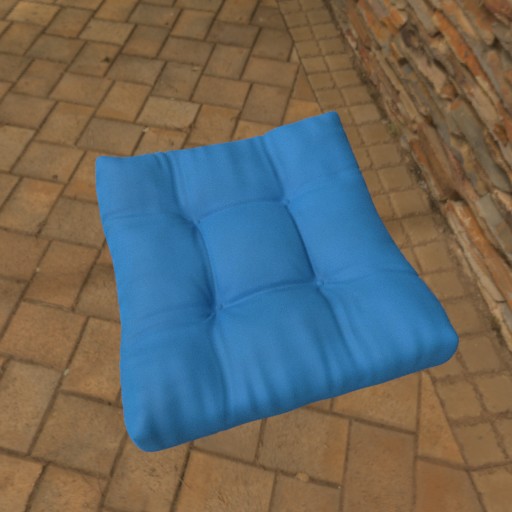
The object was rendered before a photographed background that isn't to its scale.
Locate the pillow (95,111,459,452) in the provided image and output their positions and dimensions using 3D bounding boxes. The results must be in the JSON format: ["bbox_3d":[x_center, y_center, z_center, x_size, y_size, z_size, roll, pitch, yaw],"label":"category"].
[{"bbox_3d":[0.000,0.000,0.716,0.468,0.128,0.490,-14,59,-8],"label":"pillow"}]
